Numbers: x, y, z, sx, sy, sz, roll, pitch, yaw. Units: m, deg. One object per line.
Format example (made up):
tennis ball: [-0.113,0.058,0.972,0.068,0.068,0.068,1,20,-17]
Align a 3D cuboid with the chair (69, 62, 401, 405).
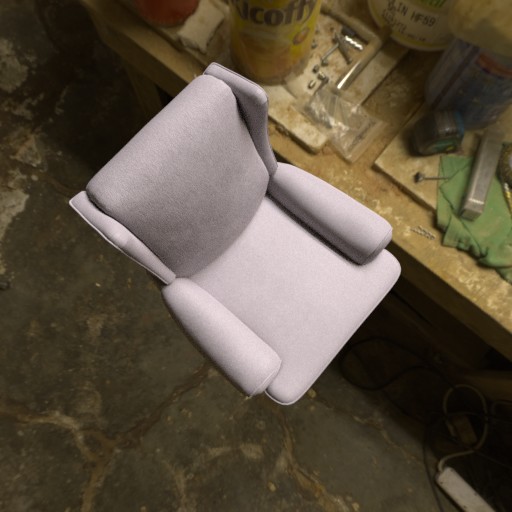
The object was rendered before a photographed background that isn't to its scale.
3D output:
chair: [0.000,0.000,1.750,0.969,1.011,0.847,41,80,9]
